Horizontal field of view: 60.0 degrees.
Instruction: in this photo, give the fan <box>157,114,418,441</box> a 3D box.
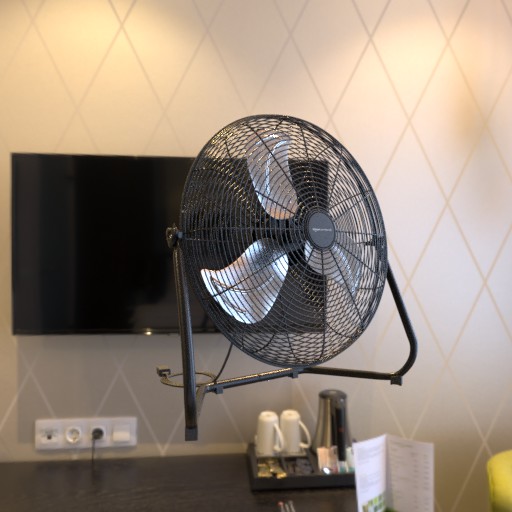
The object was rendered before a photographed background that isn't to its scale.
[{"bbox_3d":[0.000,0.000,1.046,0.595,0.605,0.470,0,0,-35],"label":"fan"}]
